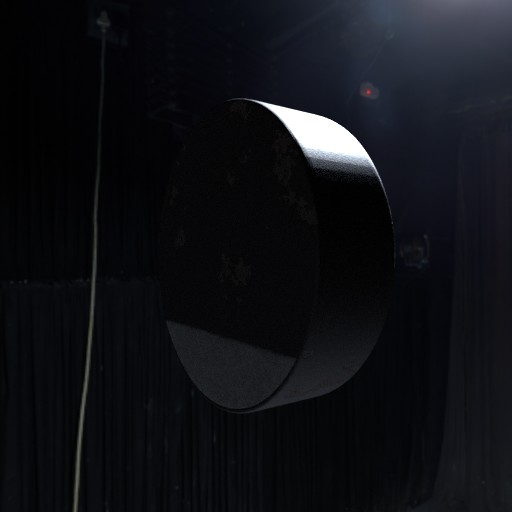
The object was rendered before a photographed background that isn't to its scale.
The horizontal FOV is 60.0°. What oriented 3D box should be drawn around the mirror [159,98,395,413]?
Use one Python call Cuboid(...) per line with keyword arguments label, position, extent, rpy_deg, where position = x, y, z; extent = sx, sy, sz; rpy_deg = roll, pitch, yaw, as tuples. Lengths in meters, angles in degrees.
Cuboid(label="mirror", position=(0.000, 0.000, 0.599), extent=(0.126, 0.386, 0.386), rpy_deg=(0, 0, -34))
